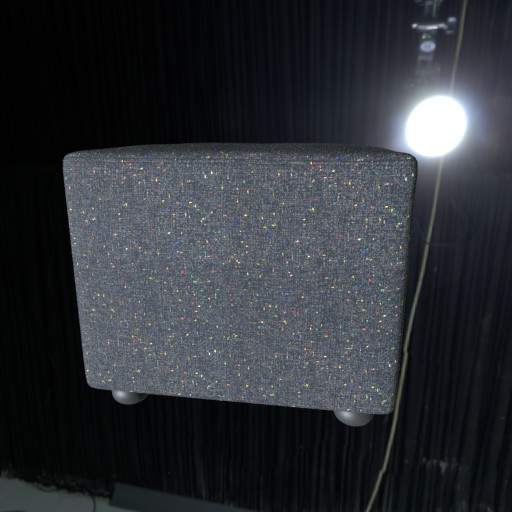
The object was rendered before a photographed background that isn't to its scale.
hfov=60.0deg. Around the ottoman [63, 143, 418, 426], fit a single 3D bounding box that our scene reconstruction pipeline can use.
[{"bbox_3d":[0.000,0.000,0.877,0.508,0.432,0.508,2,15,9],"label":"ottoman"}]
